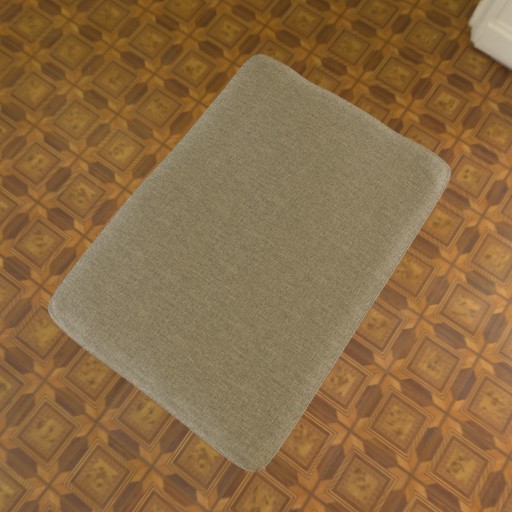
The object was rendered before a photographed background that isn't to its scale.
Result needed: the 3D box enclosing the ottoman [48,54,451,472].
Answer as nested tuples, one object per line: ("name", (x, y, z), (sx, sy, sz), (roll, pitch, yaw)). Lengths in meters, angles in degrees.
("ottoman", (0.000, 0.000, 1.232), (0.639, 0.494, 0.873), (34, 77, 9))
